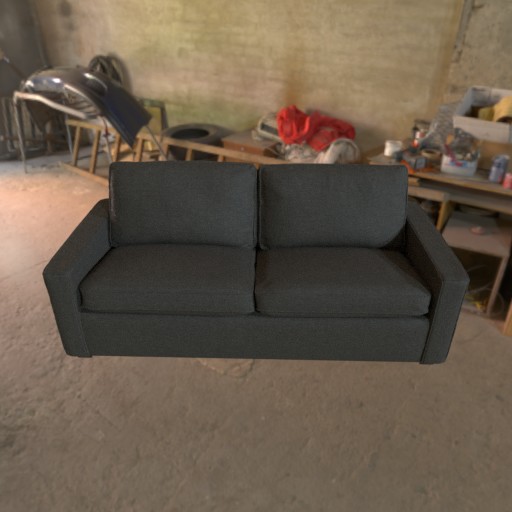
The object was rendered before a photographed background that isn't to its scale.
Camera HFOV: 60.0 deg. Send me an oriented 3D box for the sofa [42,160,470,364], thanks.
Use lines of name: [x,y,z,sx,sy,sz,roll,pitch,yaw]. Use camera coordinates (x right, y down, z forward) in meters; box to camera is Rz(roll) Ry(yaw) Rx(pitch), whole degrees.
sofa: [0.000,0.000,2.556,2.080,0.919,0.940,1,31,1]
